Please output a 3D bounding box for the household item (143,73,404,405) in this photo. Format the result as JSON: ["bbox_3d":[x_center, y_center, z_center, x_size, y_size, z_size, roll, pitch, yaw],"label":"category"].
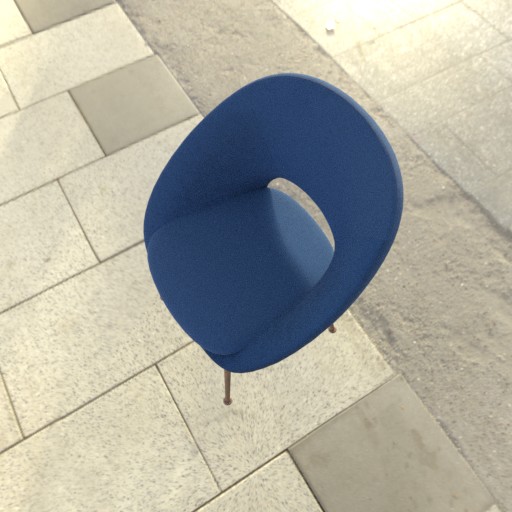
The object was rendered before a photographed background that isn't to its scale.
[{"bbox_3d":[0.000,0.000,1.265,0.573,0.852,0.623,-31,68,-14],"label":"household item"}]
